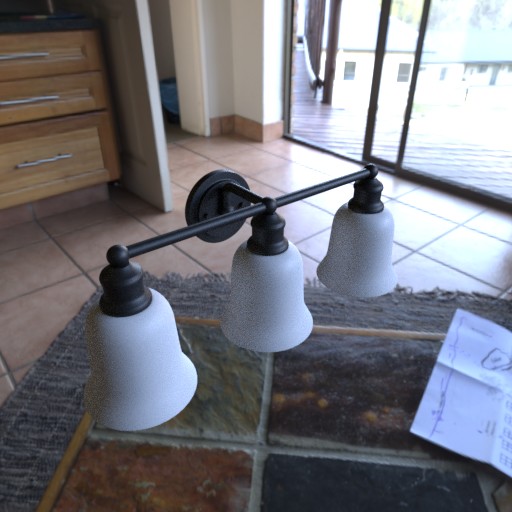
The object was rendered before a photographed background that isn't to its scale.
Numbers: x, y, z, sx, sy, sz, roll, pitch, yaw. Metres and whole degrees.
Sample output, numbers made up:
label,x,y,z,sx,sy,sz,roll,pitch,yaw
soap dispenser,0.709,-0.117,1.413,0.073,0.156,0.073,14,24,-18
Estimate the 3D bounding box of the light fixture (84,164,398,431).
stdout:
label,x,y,z,sx,sy,sz,roll,pitch,yaw
light fixture,0.000,0.000,0.660,0.570,0.211,0.198,-22,37,-32
